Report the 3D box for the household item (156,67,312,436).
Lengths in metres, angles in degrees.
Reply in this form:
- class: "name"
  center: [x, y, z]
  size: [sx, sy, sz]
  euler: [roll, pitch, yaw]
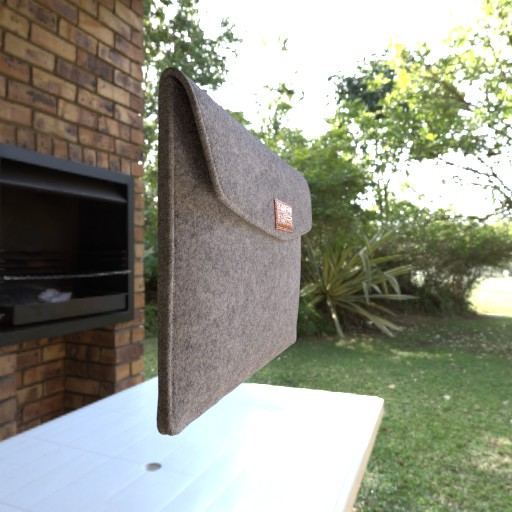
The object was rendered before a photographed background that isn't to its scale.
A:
- class: "household item"
  center: [0.000, 0.000, 0.419]
  size: [0.057, 0.221, 0.335]
  euler: [0, 0, 18]
